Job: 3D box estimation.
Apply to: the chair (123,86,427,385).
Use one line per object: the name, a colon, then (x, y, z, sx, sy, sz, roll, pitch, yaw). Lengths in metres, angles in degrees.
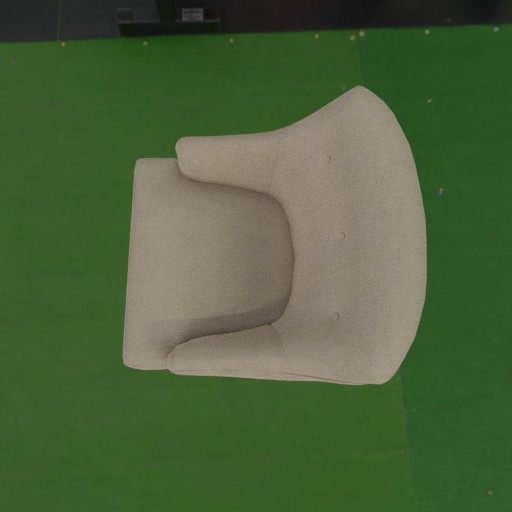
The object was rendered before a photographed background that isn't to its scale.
chair: (0.000, 0.000, 1.577, 0.923, 0.856, 0.864, 0, 76, 0)
